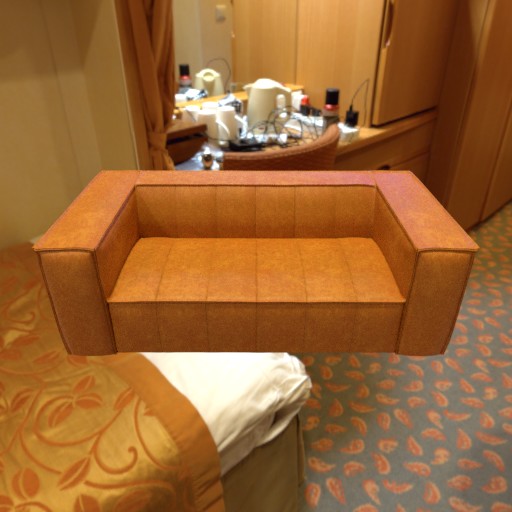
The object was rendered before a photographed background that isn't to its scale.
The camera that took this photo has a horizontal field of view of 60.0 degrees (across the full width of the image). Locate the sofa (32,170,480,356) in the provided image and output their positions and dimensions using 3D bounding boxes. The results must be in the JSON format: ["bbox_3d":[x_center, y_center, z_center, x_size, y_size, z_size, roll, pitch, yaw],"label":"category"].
[{"bbox_3d":[0.000,0.000,2.629,2.088,0.703,1.102,0,31,0],"label":"sofa"}]
